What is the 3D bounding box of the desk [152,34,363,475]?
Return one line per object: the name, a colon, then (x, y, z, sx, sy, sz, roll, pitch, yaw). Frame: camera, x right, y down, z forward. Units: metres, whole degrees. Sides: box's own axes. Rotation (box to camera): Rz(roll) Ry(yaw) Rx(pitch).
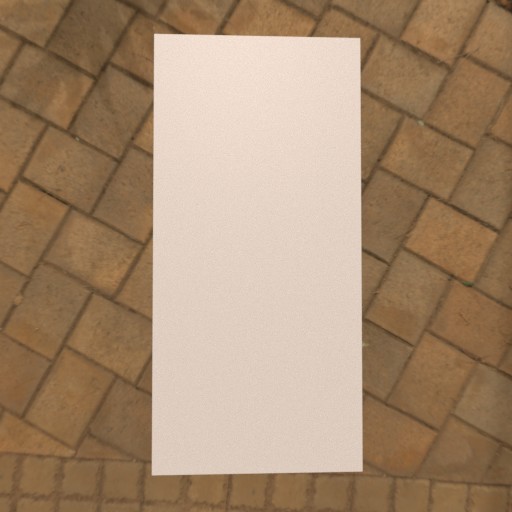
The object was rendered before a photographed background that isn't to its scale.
desk: (0.000, 0.000, 1.460, 0.525, 0.780, 1.057, 0, 89, -2)
